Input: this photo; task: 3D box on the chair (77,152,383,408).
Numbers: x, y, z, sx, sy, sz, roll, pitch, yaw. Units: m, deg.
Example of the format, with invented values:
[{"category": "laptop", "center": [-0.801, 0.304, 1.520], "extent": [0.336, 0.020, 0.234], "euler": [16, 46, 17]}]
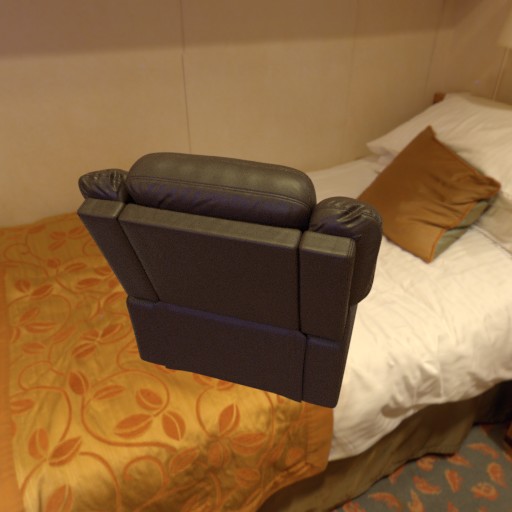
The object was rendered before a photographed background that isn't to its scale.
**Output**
[{"category": "chair", "center": [0.000, 0.000, 1.719], "extent": [0.899, 1.009, 0.934], "euler": [10, 34, 15]}]
